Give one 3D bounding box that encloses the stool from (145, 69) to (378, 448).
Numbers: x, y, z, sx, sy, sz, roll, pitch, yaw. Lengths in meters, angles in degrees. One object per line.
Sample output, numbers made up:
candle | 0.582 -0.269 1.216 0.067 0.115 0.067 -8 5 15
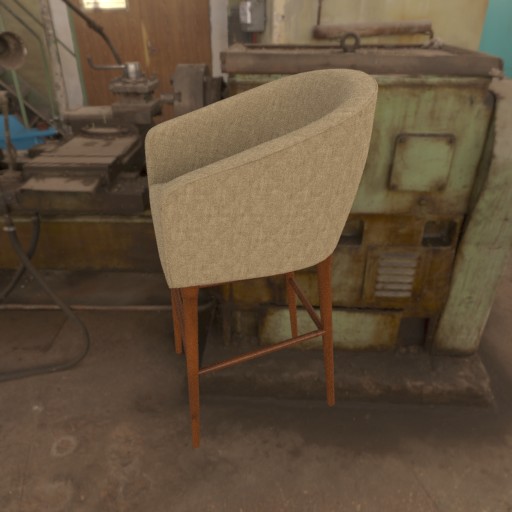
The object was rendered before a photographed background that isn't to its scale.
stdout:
stool | 0.000 0.000 1.414 0.607 1.078 0.559 -8 31 -13
